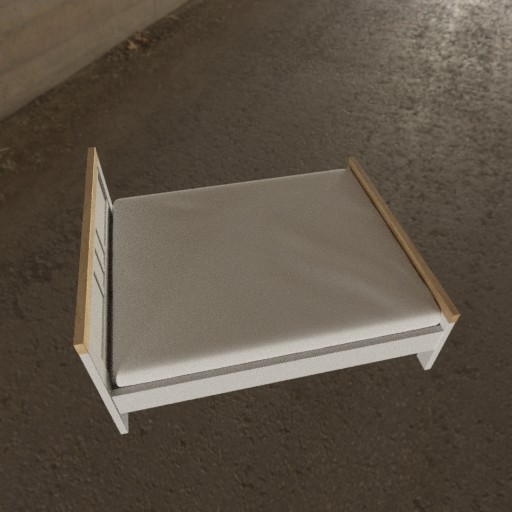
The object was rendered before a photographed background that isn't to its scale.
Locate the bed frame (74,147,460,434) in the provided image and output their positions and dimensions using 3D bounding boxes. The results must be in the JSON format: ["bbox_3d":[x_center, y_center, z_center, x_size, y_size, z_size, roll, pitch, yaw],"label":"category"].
[{"bbox_3d":[0.000,0.000,3.063,2.050,0.980,1.670,-9,46,-9],"label":"bed frame"}]
